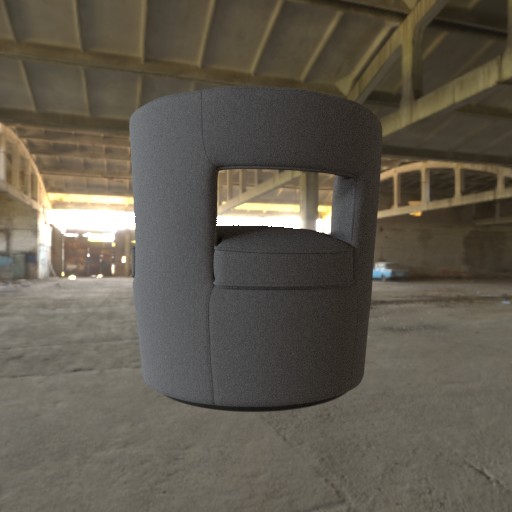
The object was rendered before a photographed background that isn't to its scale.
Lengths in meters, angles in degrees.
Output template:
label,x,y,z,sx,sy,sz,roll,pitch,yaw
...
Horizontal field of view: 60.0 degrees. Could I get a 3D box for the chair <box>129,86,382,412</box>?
label,x,y,z,sx,sy,sz,roll,pitch,yaw
chair,0.000,0.000,1.250,0.689,0.719,0.660,0,0,-17
